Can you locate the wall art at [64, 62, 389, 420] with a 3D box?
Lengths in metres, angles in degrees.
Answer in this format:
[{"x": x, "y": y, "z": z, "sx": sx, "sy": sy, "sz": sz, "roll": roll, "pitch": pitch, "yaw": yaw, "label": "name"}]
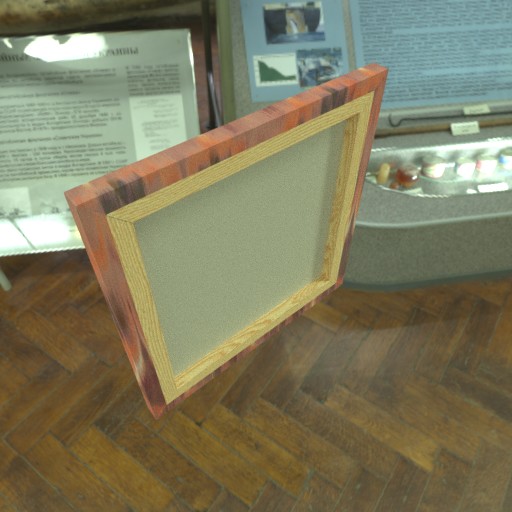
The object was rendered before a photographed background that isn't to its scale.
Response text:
[{"x": 0.000, "y": 0.000, "z": 0.900, "sx": 0.603, "sy": 0.609, "sz": 0.037, "roll": -31, "pitch": 54, "yaw": -27, "label": "wall art"}]
